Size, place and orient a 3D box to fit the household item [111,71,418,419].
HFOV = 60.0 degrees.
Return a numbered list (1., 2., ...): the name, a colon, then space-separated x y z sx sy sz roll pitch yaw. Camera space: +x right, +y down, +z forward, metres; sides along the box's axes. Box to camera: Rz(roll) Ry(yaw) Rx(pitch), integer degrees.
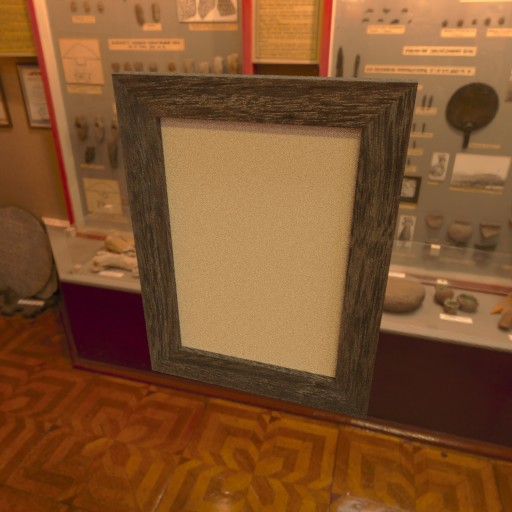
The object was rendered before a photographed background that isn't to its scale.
1. household item: 0.000 0.000 0.278 0.160 0.210 0.020 8 28 15
